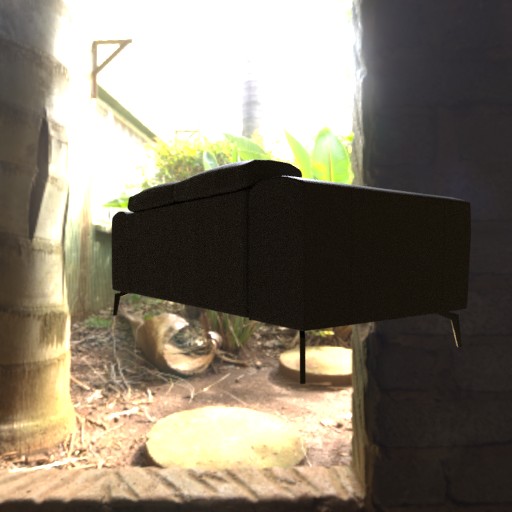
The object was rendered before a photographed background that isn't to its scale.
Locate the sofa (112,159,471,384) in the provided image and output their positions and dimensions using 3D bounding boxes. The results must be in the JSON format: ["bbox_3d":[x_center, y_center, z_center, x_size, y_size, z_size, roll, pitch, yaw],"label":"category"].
[{"bbox_3d":[0.000,0.000,2.403,1.003,0.779,1.895,0,1,-36],"label":"sofa"}]
